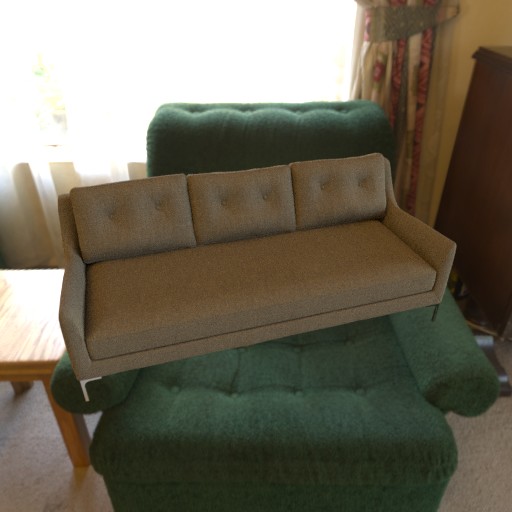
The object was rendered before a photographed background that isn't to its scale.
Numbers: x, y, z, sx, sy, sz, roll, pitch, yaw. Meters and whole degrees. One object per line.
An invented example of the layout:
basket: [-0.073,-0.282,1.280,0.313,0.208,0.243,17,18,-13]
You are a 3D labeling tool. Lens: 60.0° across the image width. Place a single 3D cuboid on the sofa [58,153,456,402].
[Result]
sofa: [0.000,0.000,2.539,2.060,0.837,0.849,-9,34,-14]
